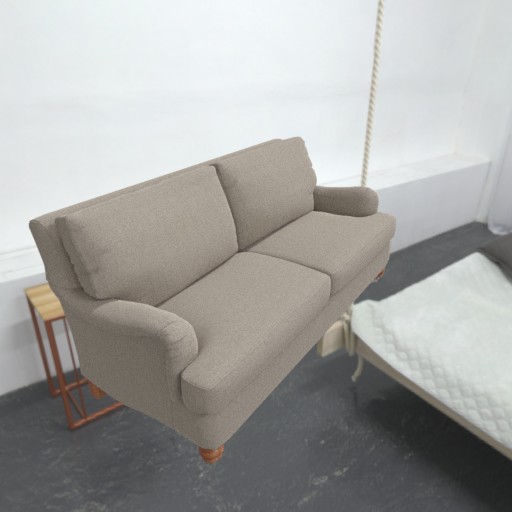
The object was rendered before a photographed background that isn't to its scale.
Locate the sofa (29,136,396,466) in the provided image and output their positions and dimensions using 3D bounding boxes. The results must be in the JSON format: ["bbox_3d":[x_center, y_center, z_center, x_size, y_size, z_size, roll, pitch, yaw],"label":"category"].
[{"bbox_3d":[0.000,0.000,2.690,1.087,1.054,2.160,17,31,30],"label":"sofa"}]
